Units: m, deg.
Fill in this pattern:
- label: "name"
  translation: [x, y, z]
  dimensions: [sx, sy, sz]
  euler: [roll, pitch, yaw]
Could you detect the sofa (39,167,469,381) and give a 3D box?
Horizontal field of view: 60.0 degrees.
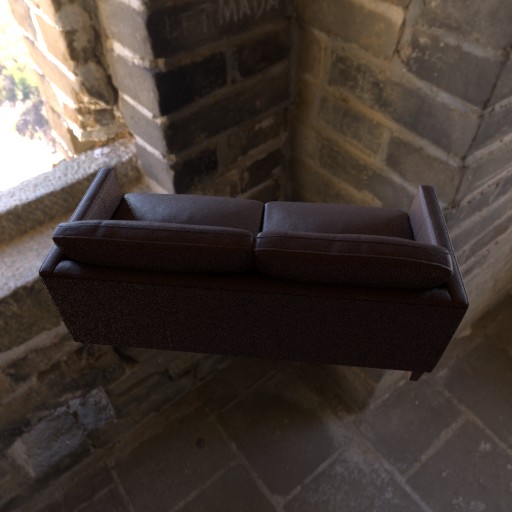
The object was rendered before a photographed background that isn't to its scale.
- label: "sofa"
  translation: [0.000, 0.000, 2.467]
  dimensions: [1.971, 0.863, 0.923]
  euler: [4, 45, 4]
